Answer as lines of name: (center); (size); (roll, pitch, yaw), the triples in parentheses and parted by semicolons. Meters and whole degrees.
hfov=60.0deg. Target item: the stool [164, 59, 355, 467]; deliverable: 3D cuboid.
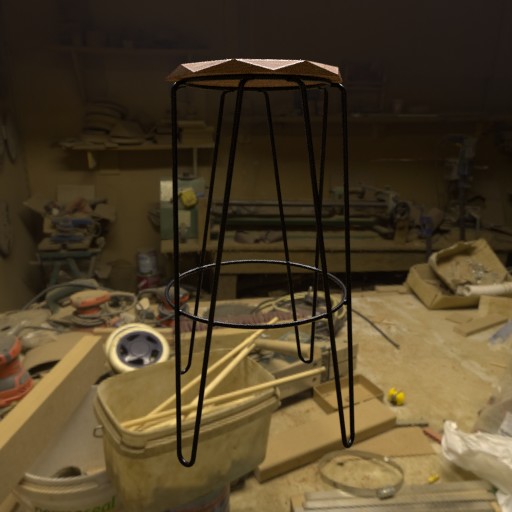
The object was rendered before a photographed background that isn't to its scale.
stool: (0.000, 0.000, 0.784); (0.326, 0.610, 0.326); (-3, 17, -9)
